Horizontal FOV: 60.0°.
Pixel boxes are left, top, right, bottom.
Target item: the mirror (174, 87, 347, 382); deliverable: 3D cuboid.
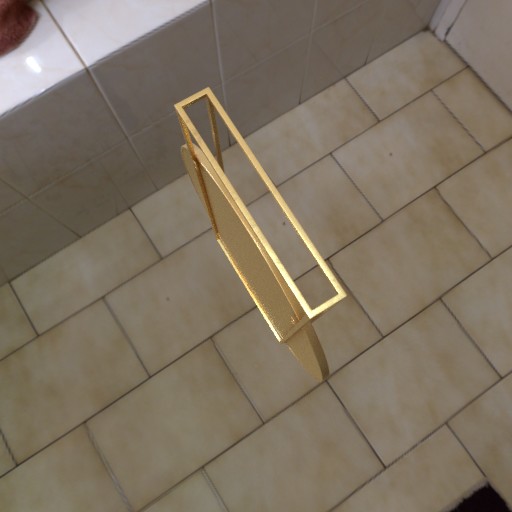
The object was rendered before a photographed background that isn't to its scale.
[{"bbox_3d":[0.000,0.000,0.822,0.051,0.603,0.508,-31,78,-7],"label":"mirror"}]
